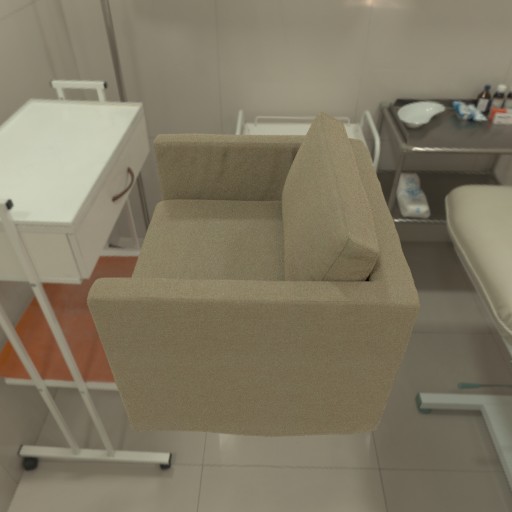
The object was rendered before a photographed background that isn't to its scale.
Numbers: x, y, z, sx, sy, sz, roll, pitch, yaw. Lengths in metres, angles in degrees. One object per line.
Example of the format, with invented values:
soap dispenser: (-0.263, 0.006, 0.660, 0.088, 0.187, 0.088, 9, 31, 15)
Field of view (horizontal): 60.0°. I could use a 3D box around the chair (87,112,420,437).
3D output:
chair: (0.000, 0.000, 1.762, 0.949, 0.863, 1.057, 1, 41, 1)
